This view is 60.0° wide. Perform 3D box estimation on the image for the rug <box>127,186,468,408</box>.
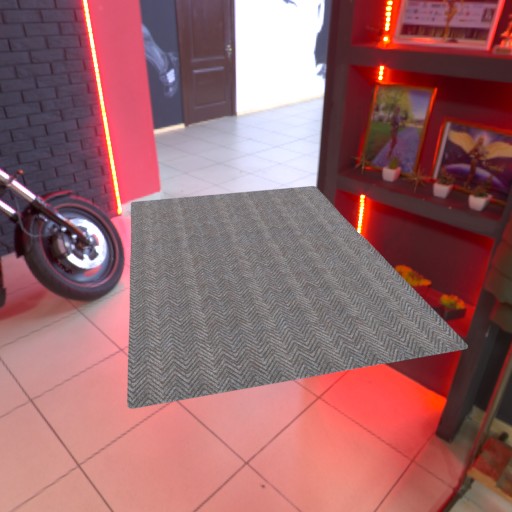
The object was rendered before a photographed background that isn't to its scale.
[{"bbox_3d":[0.000,0.000,5.231,2.894,0.011,3.957,-7,31,-11],"label":"rug"}]
